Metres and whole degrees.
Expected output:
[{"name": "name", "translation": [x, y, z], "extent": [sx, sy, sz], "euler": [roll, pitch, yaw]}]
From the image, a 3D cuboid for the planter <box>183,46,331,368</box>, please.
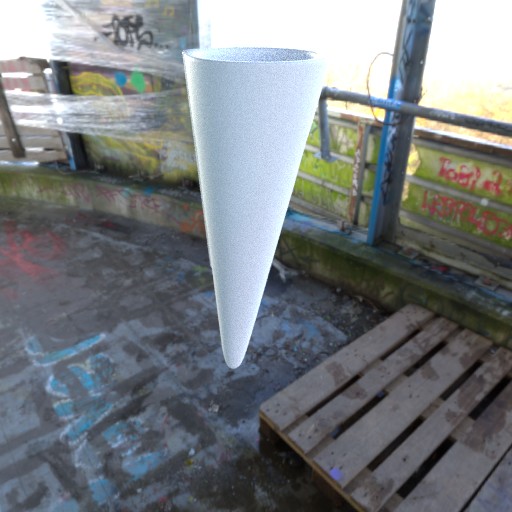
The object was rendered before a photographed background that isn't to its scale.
[{"name": "planter", "translation": [0.000, 0.000, 0.231], "extent": [0.057, 0.193, 0.064], "euler": [-22, 37, -33]}]
